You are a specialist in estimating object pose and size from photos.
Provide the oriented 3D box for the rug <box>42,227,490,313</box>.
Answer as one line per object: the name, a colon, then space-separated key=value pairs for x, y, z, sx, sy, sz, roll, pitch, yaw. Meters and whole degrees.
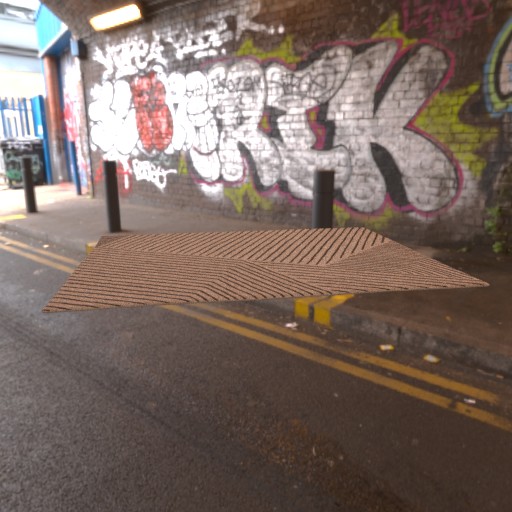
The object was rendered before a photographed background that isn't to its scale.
rug: x=0.000 y=0.000 z=3.236 sx=2.449 sy=0.028 sz=1.829 roll=-2 pitch=14 yaw=-10
